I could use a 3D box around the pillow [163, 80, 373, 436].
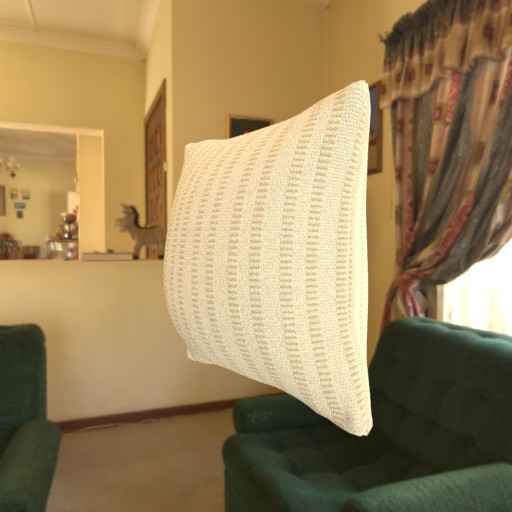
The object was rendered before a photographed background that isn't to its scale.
[{"bbox_3d":[0.000,0.000,0.688,0.247,0.419,0.438,-2,3,-37],"label":"pillow"}]
